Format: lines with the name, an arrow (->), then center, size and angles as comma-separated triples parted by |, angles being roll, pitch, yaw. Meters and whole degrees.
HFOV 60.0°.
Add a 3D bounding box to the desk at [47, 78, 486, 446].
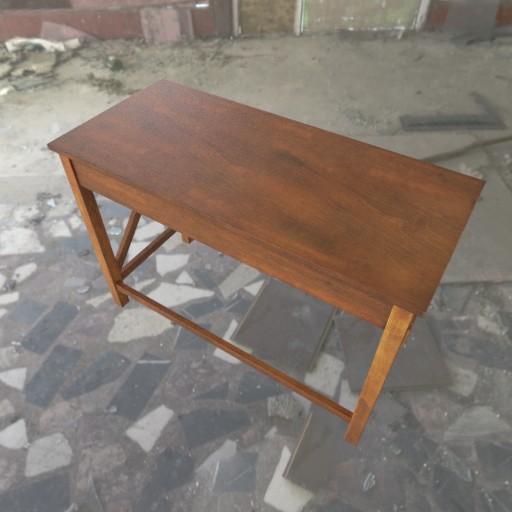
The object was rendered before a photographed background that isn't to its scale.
desk -> 0.000, 0.000, 1.503 | 1.117, 0.762, 0.508 | 25, 51, 22
